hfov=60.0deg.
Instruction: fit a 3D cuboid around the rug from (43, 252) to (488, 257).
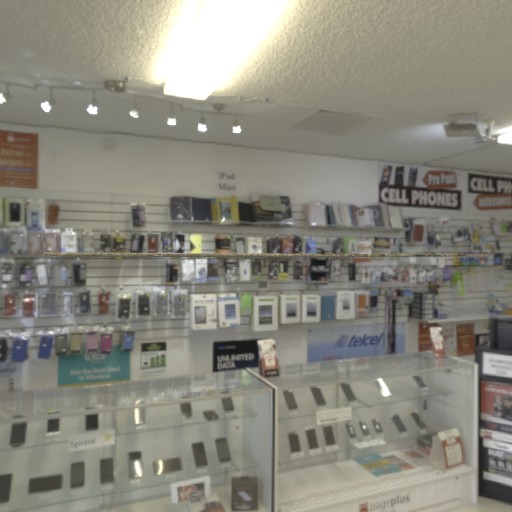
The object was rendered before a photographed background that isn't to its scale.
[{"bbox_3d":[0.000,0.000,2.985,2.444,0.012,1.530,0,0,-20],"label":"rug"}]
